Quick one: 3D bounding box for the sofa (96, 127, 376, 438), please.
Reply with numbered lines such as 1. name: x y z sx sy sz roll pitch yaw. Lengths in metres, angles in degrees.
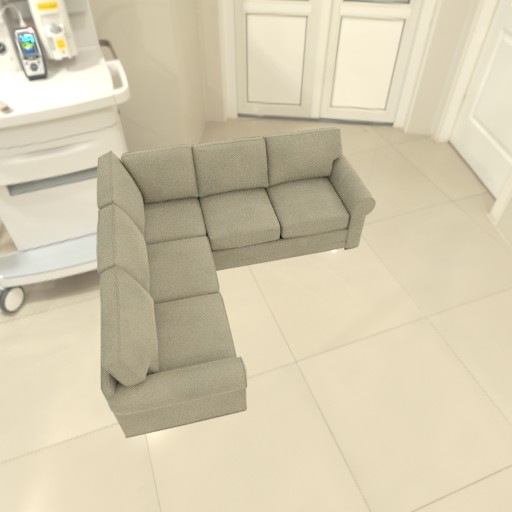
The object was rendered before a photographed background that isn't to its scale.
1. sofa: 0.000 0.000 3.941 2.562 1.053 2.487 -10 47 -9
